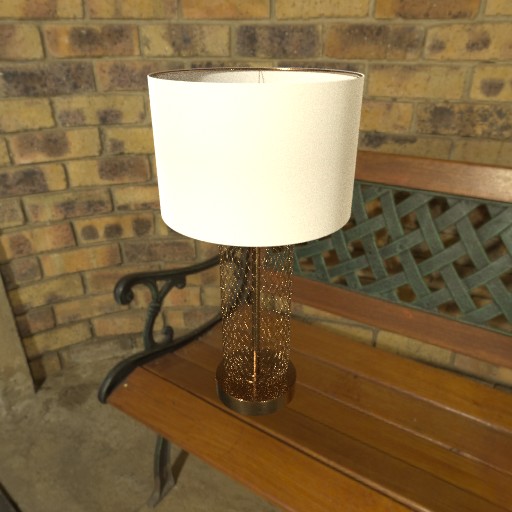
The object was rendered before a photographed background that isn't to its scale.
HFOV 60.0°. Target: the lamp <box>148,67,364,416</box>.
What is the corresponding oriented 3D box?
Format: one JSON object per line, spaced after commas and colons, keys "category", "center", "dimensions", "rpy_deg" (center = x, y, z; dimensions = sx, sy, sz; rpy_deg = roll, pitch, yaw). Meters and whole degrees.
{"category": "lamp", "center": [0.000, 0.000, 0.633], "dimensions": [0.252, 0.483, 0.252], "rpy_deg": [1, 26, 2]}
